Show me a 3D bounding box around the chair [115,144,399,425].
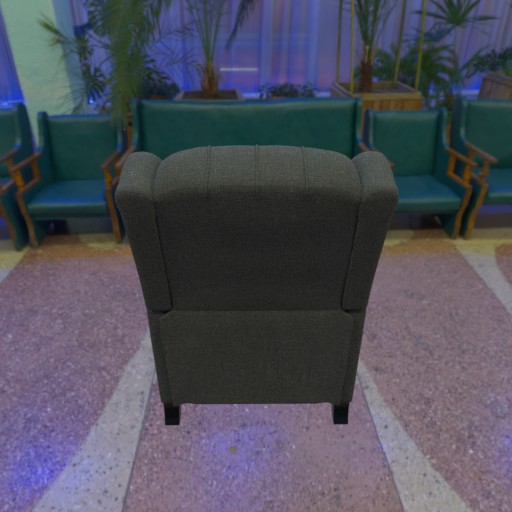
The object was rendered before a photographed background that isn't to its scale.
[{"bbox_3d":[0.000,0.000,1.635,0.742,1.035,0.898,0,31,0],"label":"chair"}]
